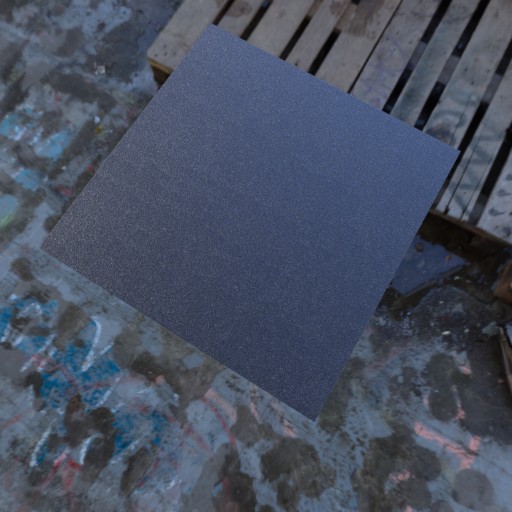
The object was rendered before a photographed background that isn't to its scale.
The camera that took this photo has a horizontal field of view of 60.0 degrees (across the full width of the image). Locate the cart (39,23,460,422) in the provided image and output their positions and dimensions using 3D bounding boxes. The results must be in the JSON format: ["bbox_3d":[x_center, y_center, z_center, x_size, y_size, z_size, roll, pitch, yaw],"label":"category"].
[{"bbox_3d":[0.000,0.000,1.119,0.520,0.762,0.521,30,77,8],"label":"cart"}]
